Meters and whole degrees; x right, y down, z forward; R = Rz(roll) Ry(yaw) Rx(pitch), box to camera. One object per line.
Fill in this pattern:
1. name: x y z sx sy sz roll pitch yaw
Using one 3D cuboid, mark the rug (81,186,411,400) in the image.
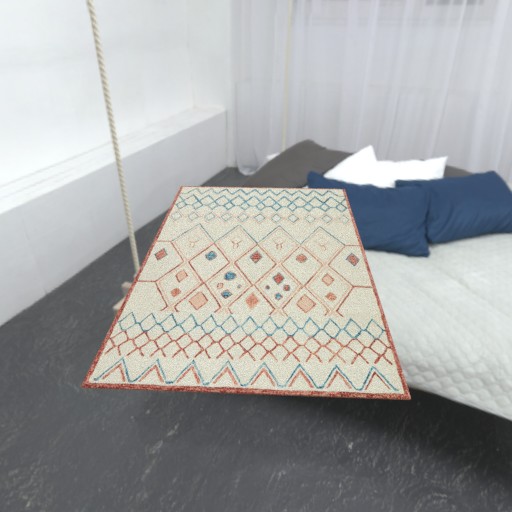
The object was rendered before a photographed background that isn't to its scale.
1. rug: 0.000 0.000 3.079 1.524 0.015 2.438 1 31 2
